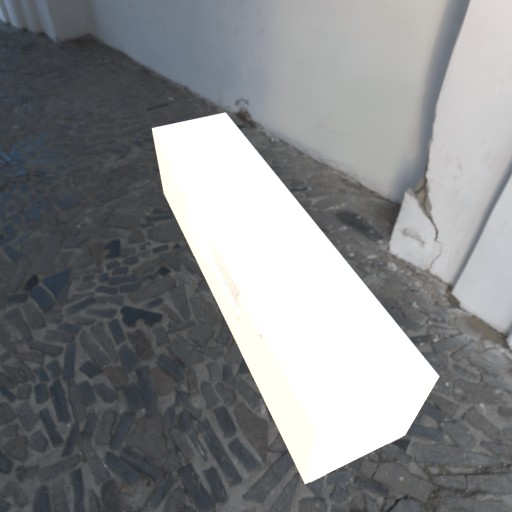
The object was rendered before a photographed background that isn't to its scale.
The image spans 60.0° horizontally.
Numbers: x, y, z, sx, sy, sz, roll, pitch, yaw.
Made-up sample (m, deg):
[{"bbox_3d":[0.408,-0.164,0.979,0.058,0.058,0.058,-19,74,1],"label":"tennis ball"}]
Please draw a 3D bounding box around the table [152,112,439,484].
[{"bbox_3d":[0.000,0.000,1.860,0.390,0.420,1.650,-18,48,-16],"label":"table"}]
